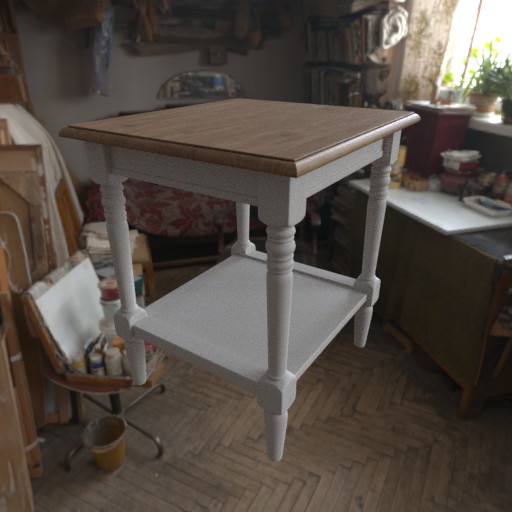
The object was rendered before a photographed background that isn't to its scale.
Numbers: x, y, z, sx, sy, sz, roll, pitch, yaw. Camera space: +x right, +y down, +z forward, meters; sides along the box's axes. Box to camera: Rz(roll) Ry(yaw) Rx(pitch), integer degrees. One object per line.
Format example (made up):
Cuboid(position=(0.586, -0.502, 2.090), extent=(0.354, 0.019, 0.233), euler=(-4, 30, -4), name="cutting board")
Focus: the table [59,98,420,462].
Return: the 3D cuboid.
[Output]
Cuboid(position=(0.000, 0.000, 0.934), extent=(0.457, 0.561, 0.508), euler=(16, 30, 30), name="table")
